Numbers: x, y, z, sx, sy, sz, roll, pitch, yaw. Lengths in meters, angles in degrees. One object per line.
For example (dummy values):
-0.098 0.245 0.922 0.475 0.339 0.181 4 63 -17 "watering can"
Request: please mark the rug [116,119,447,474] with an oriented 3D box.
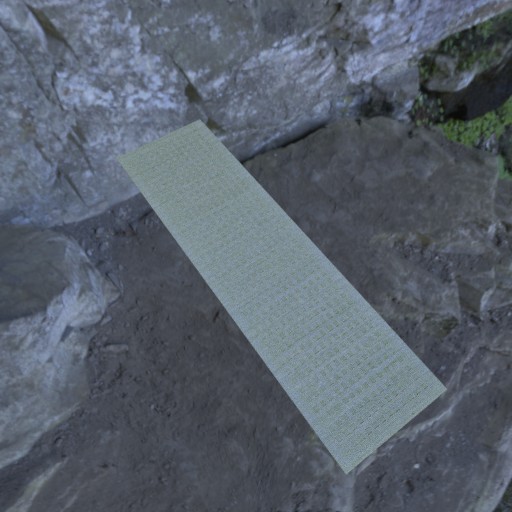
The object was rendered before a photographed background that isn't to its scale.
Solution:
0.000 0.000 2.691 0.686 0.006 2.437 -31 64 -17 "rug"
